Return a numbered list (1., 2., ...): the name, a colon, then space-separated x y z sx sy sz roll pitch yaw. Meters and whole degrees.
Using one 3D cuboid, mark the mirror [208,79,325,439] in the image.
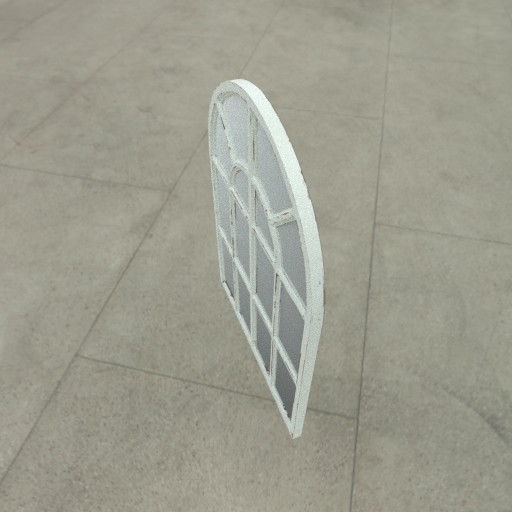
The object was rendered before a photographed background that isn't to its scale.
1. mirror: 0.000 0.000 1.192 0.032 0.920 0.660 -16 49 -15
